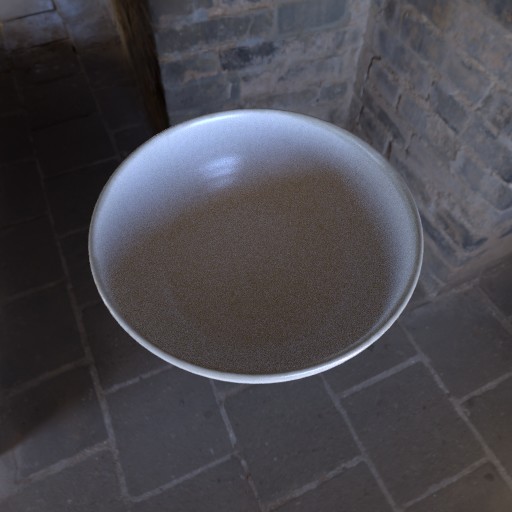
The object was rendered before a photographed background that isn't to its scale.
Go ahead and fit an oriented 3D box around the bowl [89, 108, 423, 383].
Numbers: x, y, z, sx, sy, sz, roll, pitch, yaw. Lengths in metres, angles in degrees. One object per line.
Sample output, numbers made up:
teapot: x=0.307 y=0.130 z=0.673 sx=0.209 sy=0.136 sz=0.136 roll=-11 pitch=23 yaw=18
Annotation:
bowl: x=0.000 y=0.000 z=0.410 sx=0.268 sy=0.121 sz=0.268 roll=0 pitch=57 yaw=0
